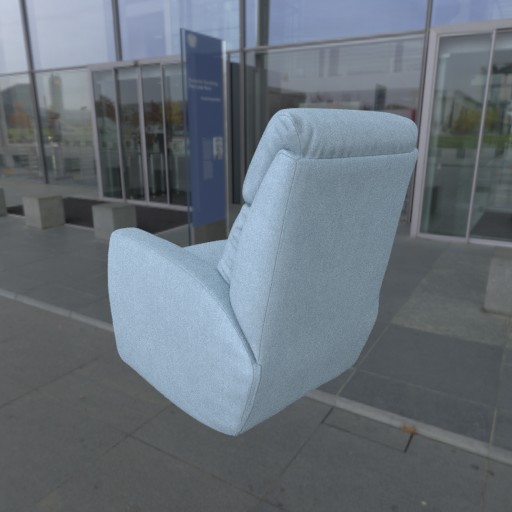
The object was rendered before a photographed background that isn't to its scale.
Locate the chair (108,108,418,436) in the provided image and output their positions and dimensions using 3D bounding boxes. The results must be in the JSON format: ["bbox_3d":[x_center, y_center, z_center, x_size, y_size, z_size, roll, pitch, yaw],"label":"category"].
[{"bbox_3d":[0.000,0.000,1.648,0.812,1.013,0.940,-15,22,-41],"label":"chair"}]
